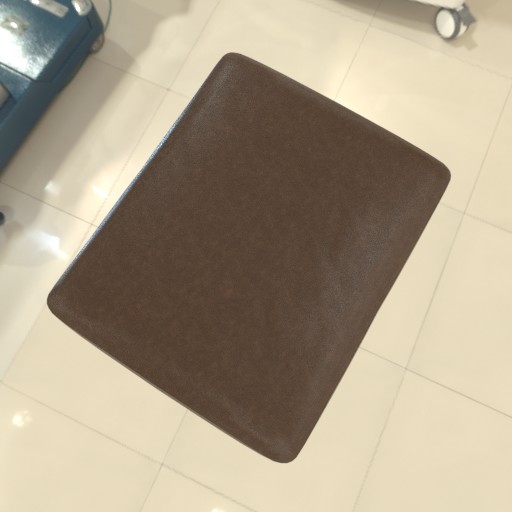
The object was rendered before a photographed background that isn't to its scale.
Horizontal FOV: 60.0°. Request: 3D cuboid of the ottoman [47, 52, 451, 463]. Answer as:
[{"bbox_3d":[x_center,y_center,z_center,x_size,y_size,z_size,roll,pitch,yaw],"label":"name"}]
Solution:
[{"bbox_3d":[0.000,0.000,1.101,0.603,0.476,0.751,31,79,7],"label":"ottoman"}]
